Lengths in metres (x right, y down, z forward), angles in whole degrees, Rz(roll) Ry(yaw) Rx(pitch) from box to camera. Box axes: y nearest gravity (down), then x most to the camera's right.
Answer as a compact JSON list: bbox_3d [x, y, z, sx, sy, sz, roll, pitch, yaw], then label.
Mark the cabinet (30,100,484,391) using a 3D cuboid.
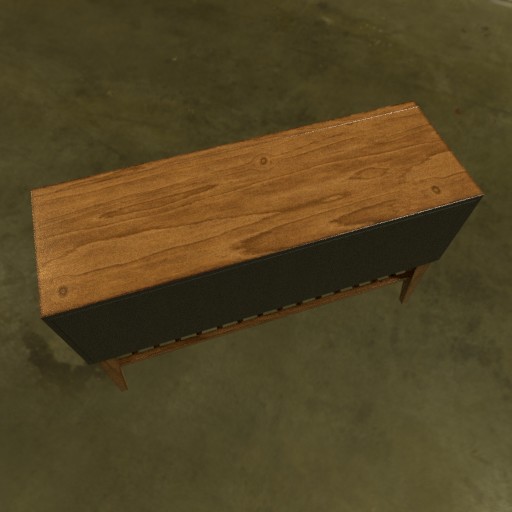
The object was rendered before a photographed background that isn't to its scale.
[{"bbox_3d":[0.000,0.000,1.751,1.363,0.802,0.477,-16,60,-9],"label":"cabinet"}]
